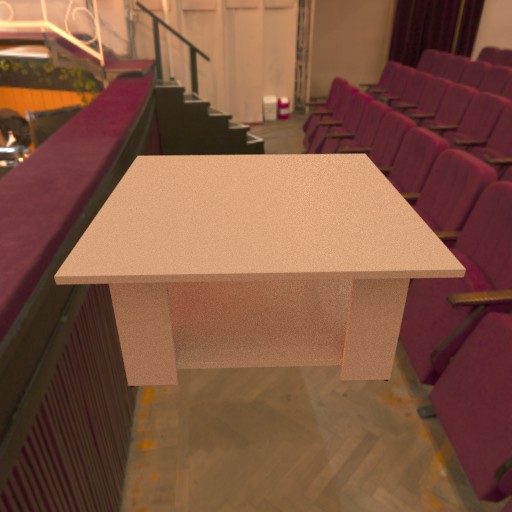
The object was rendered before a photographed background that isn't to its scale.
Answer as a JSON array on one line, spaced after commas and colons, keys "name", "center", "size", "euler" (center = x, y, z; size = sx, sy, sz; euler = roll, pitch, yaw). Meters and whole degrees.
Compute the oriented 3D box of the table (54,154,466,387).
[{"name": "table", "center": [0.000, 0.000, 1.088], "size": [0.670, 0.305, 0.670], "euler": [-1, 29, -2]}]
